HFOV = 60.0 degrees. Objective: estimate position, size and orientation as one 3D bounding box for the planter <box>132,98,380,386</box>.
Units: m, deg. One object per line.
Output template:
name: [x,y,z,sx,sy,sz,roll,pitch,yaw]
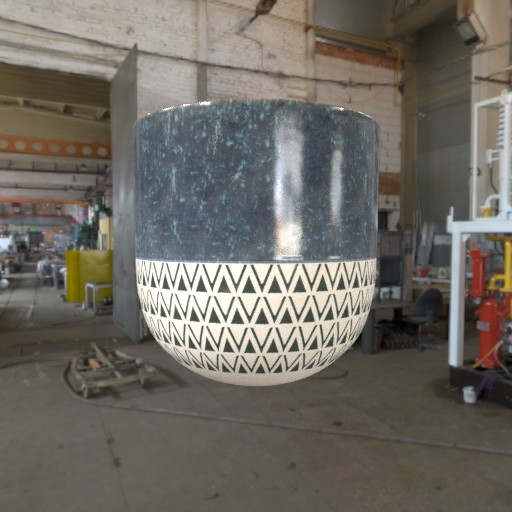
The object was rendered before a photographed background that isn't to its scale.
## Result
planter: [0.000,0.000,0.499,0.266,0.270,0.266,0,2,0]
